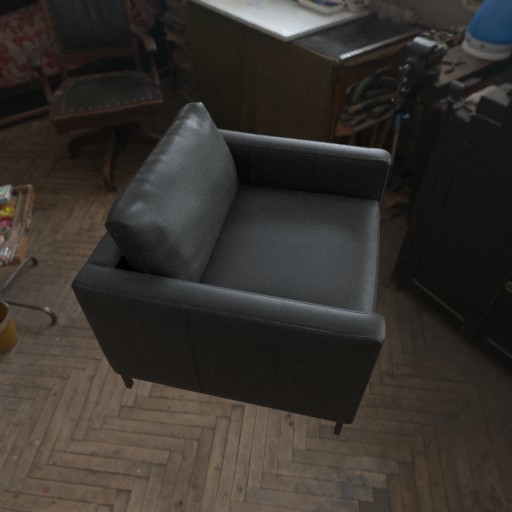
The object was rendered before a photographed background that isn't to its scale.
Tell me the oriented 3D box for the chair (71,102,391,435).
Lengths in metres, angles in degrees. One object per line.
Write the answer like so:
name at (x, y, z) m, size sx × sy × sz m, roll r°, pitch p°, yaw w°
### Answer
chair at (0.000, 0.000, 1.546) m, size 0.861 × 0.824 × 0.967 m, roll 9°, pitch 48°, yaw 9°
